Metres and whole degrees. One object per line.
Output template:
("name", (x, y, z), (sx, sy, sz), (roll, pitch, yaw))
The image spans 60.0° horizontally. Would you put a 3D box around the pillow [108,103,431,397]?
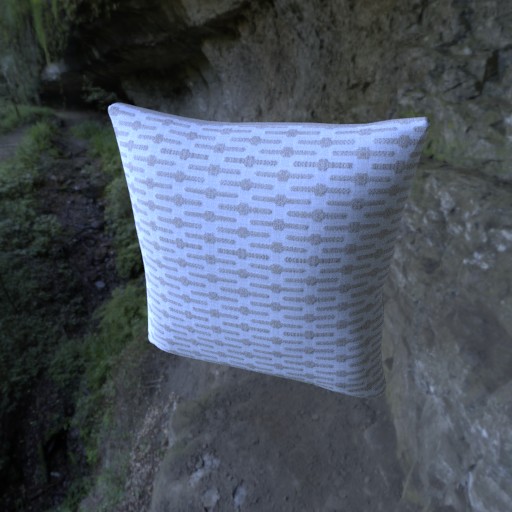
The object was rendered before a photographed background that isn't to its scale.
("pillow", (0.000, 0.000, 0.772), (0.496, 0.491, 0.219), (8, 27, 17))
